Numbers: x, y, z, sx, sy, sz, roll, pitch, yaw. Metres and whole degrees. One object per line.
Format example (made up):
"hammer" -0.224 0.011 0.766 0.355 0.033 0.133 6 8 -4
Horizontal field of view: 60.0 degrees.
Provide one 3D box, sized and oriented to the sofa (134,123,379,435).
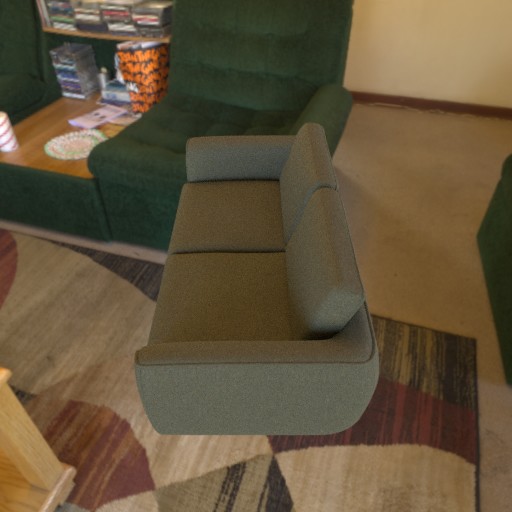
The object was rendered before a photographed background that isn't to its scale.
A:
"sofa" 0.000 0.000 2.240 0.920 0.850 1.700 0 42 0
